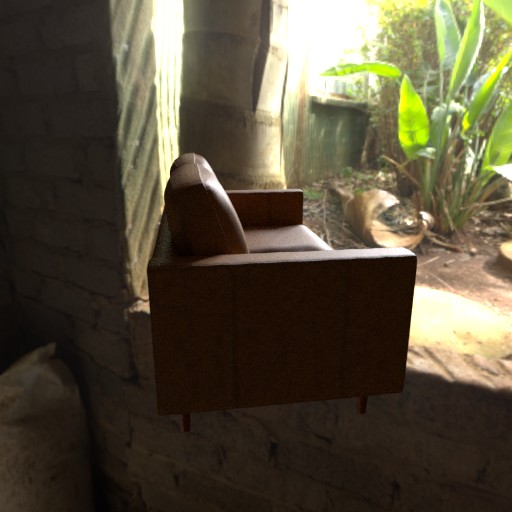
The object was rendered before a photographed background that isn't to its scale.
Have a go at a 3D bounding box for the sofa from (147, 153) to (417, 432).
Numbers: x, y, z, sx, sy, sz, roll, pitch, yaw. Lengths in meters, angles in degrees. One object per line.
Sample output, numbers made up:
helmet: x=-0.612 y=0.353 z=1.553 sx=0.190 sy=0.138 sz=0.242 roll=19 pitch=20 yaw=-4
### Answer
sofa: x=0.000 y=0.000 z=2.191 sx=0.909 sy=0.951 sz=1.578 roll=-3 pitch=17 yaw=-9
